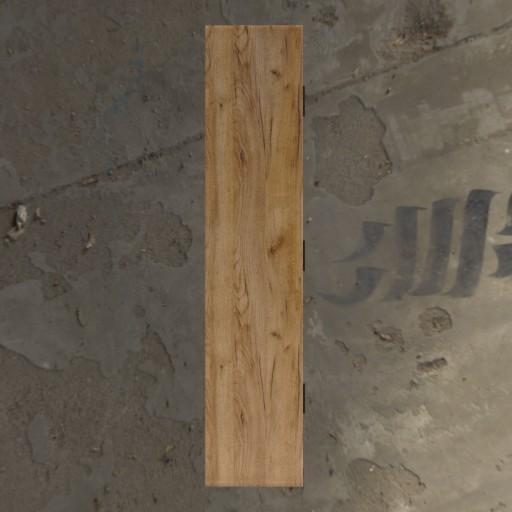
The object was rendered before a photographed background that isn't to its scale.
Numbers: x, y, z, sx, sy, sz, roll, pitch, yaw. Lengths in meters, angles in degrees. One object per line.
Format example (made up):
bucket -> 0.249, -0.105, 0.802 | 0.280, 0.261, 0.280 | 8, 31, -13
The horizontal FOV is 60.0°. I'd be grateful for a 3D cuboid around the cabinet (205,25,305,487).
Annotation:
cabinet -> 0.000, 0.000, 2.111 | 0.395, 0.762, 1.800 | 0, 90, 0
